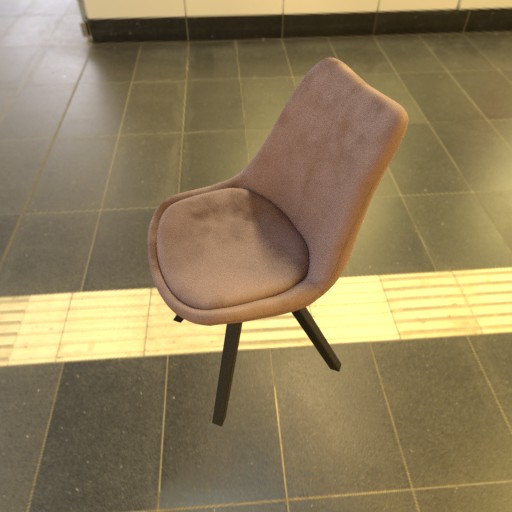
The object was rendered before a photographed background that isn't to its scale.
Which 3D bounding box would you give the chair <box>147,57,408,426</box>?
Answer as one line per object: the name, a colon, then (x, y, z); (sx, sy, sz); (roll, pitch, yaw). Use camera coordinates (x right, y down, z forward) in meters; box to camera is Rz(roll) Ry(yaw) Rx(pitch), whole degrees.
chair: (0.000, 0.000, 1.183); (0.547, 0.865, 0.483); (-18, 50, -16)
